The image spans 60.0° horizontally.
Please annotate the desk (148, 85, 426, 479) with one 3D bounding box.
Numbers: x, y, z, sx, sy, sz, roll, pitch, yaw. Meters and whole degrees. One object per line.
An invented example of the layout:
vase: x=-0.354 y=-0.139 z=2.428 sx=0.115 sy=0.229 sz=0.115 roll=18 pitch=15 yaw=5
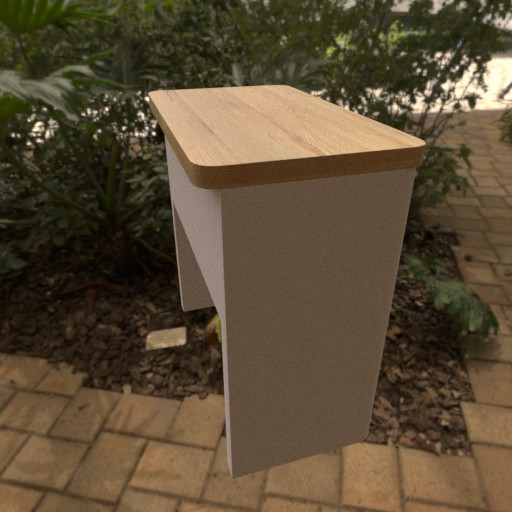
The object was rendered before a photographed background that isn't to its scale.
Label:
desk: x=0.000 y=0.000 z=1.251 sx=0.440 sy=0.790 sz=0.760 roll=-9 pitch=30 yaw=-15
